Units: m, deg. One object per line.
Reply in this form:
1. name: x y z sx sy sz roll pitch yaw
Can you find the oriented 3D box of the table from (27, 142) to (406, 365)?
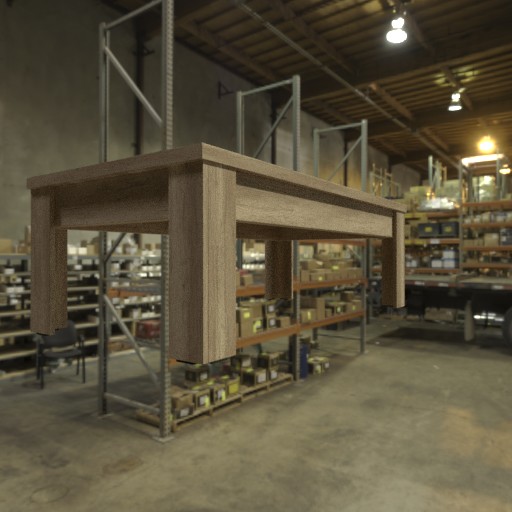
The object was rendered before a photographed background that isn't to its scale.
1. table: 0.000 0.000 1.653 0.700 0.460 1.350 0 0 36
